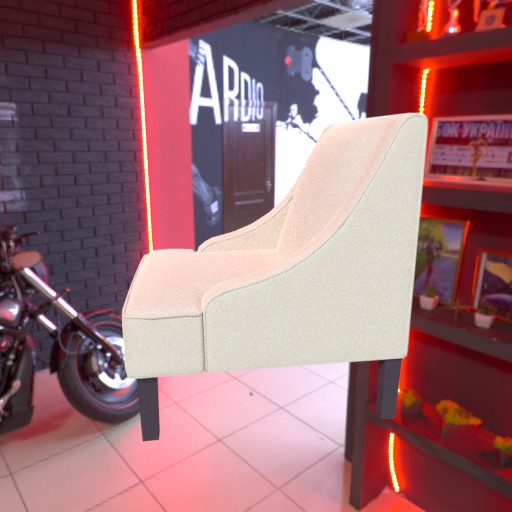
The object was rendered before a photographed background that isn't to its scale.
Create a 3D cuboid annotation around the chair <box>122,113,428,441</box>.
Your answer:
[{"bbox_3d":[0.000,0.000,1.489,0.806,0.886,0.689,-2,14,-8],"label":"chair"}]
